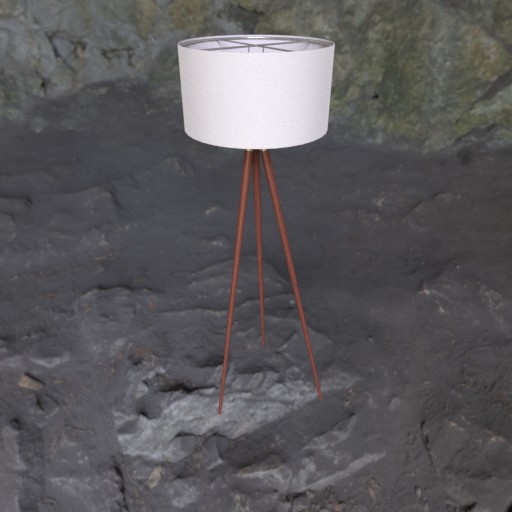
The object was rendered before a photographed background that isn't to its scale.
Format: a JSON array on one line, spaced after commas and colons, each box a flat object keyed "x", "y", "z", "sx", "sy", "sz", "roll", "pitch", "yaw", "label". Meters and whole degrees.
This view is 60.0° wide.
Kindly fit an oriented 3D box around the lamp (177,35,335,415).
[{"x": 0.000, "y": 0.000, "z": 1.780, "sx": 0.483, "sy": 1.553, "sz": 0.483, "roll": -21, "pitch": 37, "yaw": -30, "label": "lamp"}]
